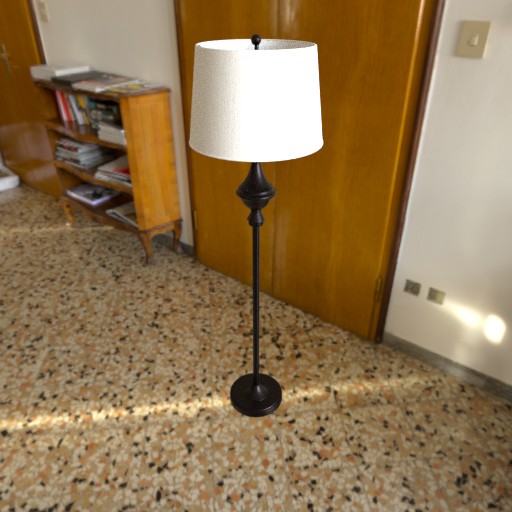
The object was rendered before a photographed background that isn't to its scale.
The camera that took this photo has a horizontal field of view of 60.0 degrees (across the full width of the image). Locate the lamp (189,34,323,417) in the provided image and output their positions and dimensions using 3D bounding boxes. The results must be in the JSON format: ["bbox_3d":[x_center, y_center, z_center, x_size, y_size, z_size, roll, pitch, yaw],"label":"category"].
[{"bbox_3d":[0.000,0.000,1.654,0.431,1.484,0.431,0,30,0],"label":"lamp"}]
